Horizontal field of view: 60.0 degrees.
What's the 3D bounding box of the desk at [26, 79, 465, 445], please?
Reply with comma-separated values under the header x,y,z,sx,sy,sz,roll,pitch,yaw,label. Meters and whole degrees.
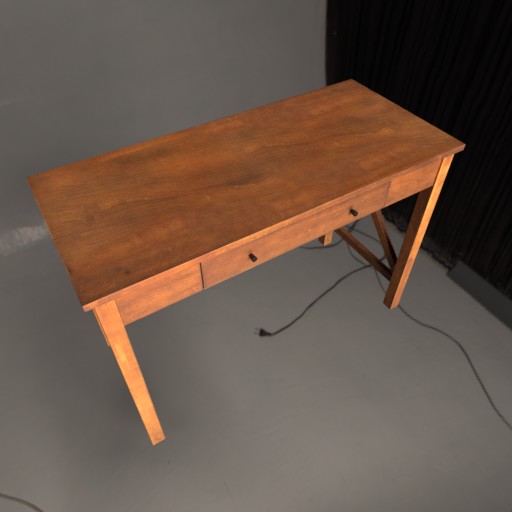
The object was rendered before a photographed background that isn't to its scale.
x,y,z,sx,sy,sz,roll,pitch,yaw,label
0.000,0.000,1.500,1.117,0.762,0.508,-24,51,-21,desk
